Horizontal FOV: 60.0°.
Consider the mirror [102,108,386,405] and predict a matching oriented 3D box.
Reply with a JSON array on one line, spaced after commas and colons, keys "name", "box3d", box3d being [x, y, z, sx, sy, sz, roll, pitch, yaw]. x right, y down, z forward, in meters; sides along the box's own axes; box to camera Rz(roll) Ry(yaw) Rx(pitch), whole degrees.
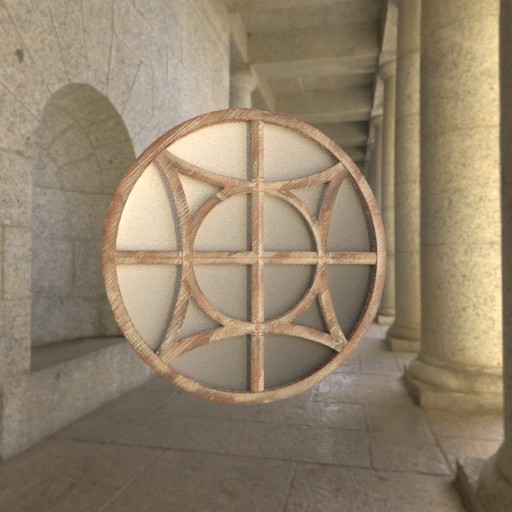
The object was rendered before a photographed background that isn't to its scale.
[{"name": "mirror", "box3d": [0.000, 0.000, 1.084, 0.710, 0.710, 0.038, 0, -1, -17]}]
